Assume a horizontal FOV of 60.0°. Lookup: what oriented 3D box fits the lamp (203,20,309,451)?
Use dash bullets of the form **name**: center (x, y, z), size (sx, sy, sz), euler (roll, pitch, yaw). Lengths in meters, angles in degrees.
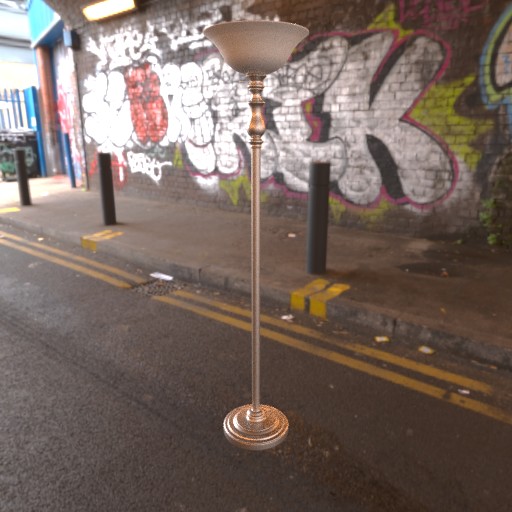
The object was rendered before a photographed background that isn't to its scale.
- **lamp**: center (0.000, 0.000, 1.934), size (0.405, 1.771, 0.405), euler (-3, 15, -10)
